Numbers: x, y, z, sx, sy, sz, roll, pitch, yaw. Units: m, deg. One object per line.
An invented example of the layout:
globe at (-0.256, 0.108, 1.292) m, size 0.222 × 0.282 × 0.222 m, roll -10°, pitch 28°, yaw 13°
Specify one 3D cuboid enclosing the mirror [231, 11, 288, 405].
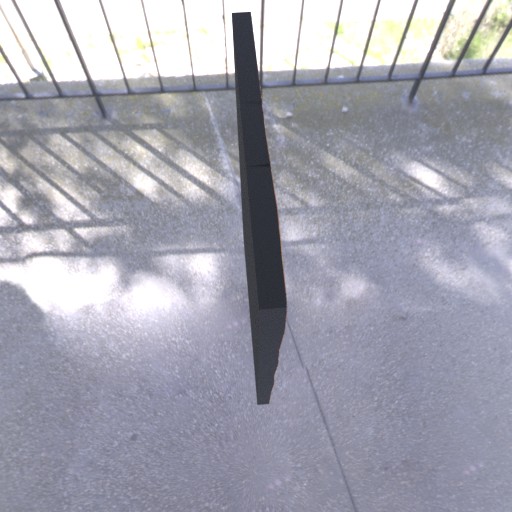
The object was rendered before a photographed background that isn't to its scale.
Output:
mirror at (0.000, 0.000, 1.133) m, size 0.044 × 0.912 × 0.606 m, roll -4°, pitch 64°, yaw -2°
